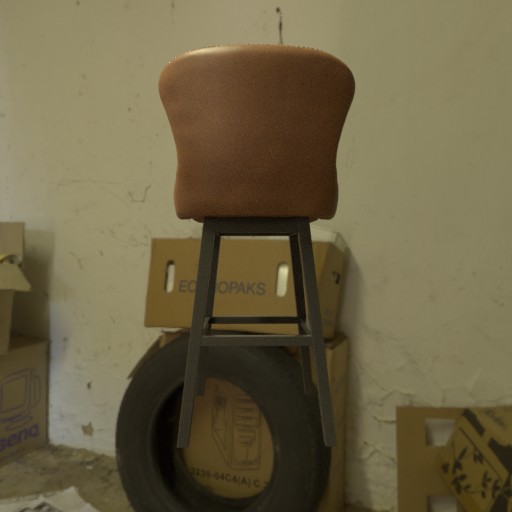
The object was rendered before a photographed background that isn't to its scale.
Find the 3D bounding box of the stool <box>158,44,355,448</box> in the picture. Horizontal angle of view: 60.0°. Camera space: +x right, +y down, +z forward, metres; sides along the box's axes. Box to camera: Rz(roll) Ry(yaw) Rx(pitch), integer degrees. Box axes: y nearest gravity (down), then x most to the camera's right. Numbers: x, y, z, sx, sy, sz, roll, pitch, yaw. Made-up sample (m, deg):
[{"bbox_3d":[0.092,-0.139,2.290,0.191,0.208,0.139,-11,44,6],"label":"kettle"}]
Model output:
[{"bbox_3d":[0.000,0.000,1.377,0.528,1.050,0.601,0,1,-1],"label":"stool"}]
